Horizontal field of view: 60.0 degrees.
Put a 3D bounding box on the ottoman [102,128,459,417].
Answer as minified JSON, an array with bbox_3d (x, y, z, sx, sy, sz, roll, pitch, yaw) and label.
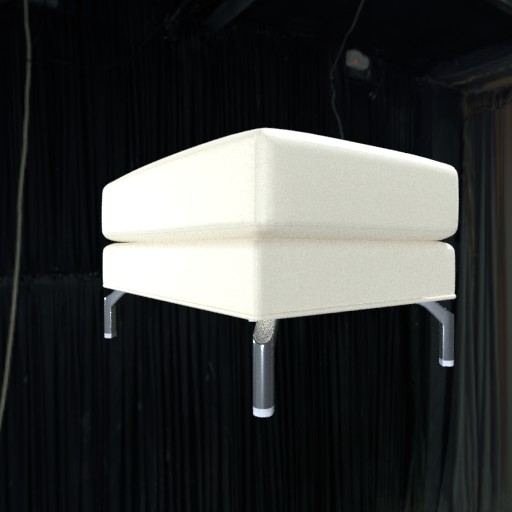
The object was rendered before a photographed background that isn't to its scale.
[{"bbox_3d":[0.000,0.000,1.183,0.581,0.497,0.835,-1,1,-35],"label":"ottoman"}]
